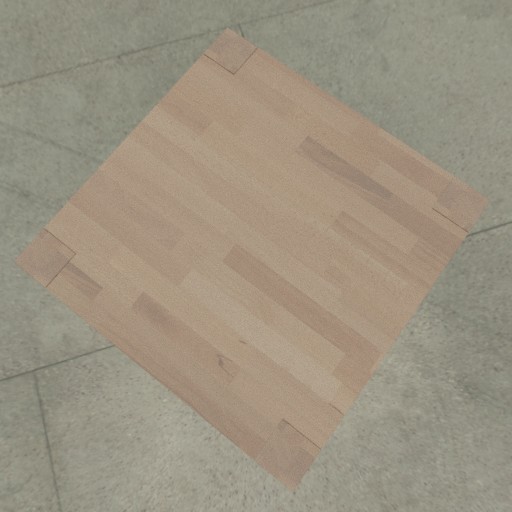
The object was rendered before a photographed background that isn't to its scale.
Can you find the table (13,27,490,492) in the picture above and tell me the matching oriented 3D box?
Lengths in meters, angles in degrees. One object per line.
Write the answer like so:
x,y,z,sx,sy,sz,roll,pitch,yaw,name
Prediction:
0.000,0.000,1.129,0.700,0.451,0.700,37,79,8,table
